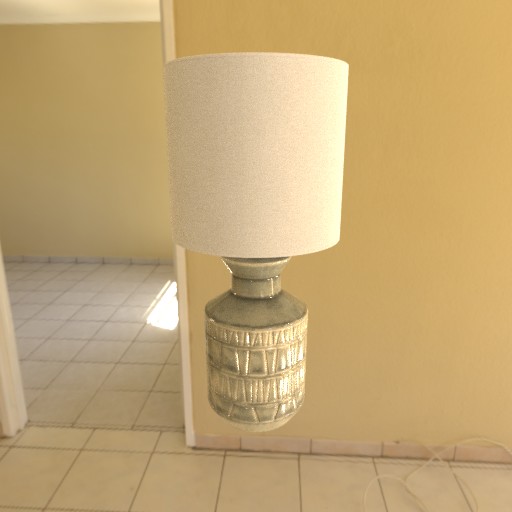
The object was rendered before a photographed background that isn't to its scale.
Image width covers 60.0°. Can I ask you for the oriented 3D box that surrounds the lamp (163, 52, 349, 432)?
[{"bbox_3d":[0.000,0.000,0.576,0.211,0.455,0.211,-2,16,-6],"label":"lamp"}]
